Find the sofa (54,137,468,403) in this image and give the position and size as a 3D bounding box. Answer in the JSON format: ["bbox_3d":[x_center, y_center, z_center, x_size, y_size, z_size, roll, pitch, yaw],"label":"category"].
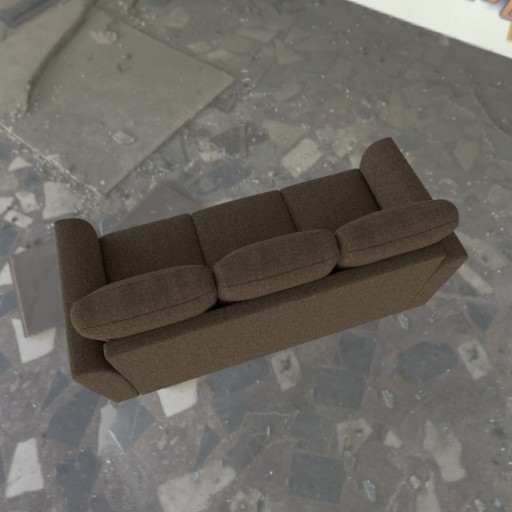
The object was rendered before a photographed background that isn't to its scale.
[{"bbox_3d":[0.000,0.000,2.287,1.847,0.891,0.837,-16,61,-9],"label":"sofa"}]
